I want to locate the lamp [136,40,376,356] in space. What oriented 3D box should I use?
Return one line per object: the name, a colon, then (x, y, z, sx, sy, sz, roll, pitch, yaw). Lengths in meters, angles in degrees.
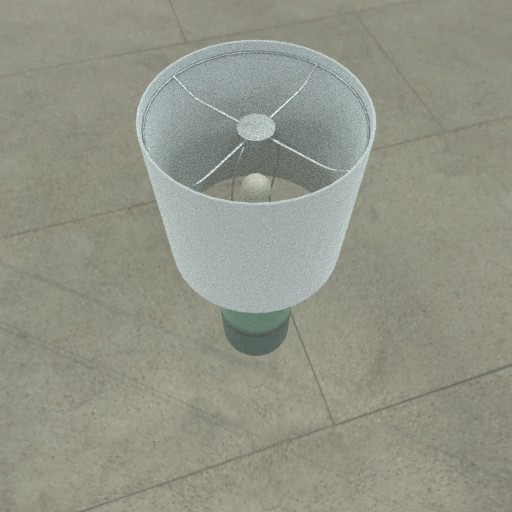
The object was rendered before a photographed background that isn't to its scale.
lamp: (0.000, 0.000, 0.603, 0.212, 0.493, 0.212, 33, 64, 18)
